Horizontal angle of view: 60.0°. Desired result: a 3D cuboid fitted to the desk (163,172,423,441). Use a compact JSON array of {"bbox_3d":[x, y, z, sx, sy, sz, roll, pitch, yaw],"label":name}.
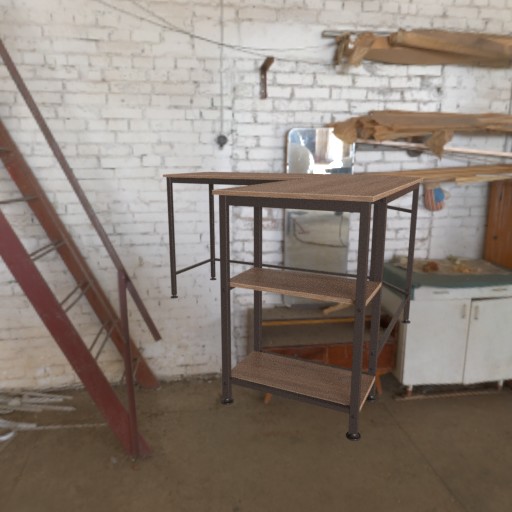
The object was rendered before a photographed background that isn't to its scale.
[{"bbox_3d":[0.000,0.000,2.150,1.379,0.739,1.379,6,14,26],"label":"desk"}]
